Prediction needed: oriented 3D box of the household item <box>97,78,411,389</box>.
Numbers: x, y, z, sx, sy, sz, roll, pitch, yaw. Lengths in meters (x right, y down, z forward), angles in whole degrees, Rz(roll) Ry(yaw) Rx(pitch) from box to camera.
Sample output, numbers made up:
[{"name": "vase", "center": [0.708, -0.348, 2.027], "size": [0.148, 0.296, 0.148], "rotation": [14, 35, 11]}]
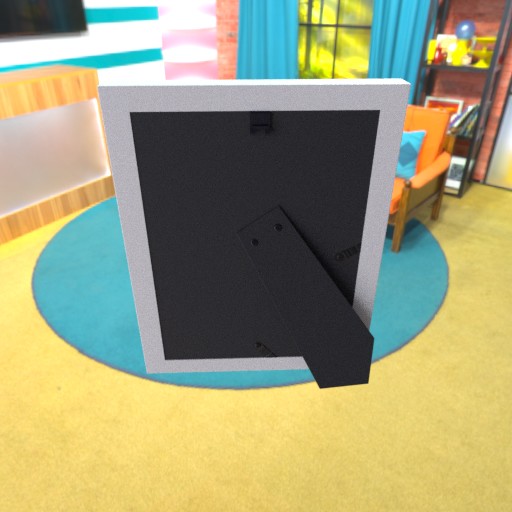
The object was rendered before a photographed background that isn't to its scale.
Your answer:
[{"name": "household item", "center": [0.000, 0.000, 0.343], "size": [0.200, 0.250, 0.045], "rotation": [-1, 31, -2]}]
